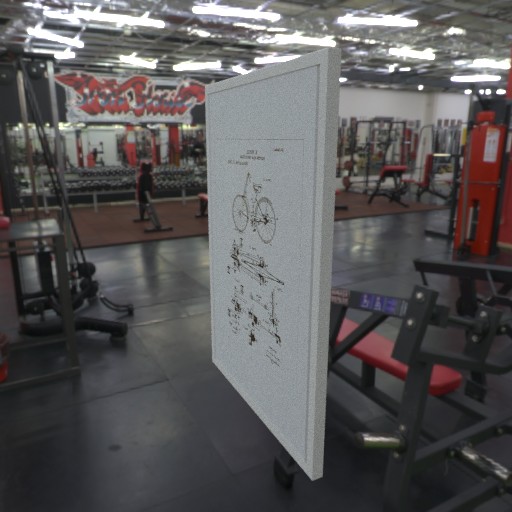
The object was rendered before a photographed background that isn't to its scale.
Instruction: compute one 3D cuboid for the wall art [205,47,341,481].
[{"bbox_3d":[0.000,0.000,0.616,0.015,0.477,0.332,-7,16,-26],"label":"wall art"}]
